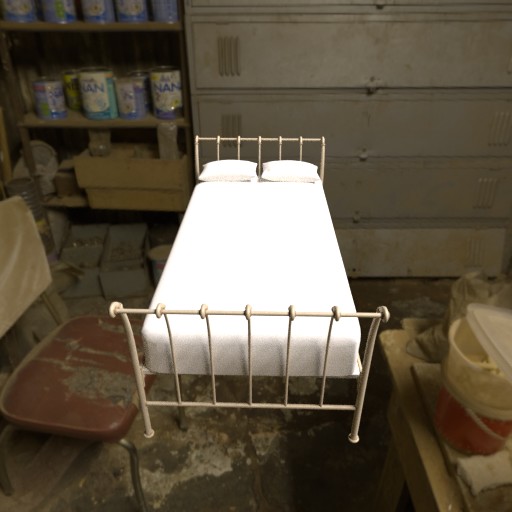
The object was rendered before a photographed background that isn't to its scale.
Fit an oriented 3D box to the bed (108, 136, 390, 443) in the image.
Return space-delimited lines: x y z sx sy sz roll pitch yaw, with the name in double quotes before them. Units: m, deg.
"bed" 0.000 0.000 2.742 1.032 0.873 2.228 1 31 1
